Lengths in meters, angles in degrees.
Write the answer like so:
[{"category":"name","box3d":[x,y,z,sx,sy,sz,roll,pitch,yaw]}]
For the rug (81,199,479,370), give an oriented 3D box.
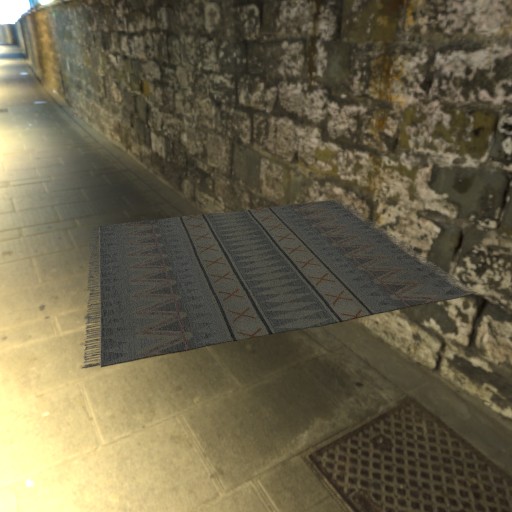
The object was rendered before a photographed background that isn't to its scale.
[{"category":"rug","box3d":[0.000,0.000,4.120,3.000,0.012,2.371,-8,28,-16]}]
